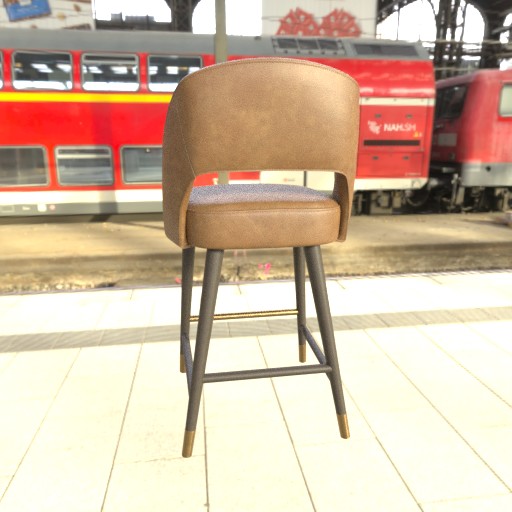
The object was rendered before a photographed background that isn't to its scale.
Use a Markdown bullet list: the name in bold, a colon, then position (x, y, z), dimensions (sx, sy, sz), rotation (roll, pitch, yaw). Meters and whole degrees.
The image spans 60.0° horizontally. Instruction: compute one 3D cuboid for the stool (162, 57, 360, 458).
- **stool**: position (0.000, 0.000, 1.231), dimensions (0.494, 0.940, 0.509), rotation (-3, 15, -10)
